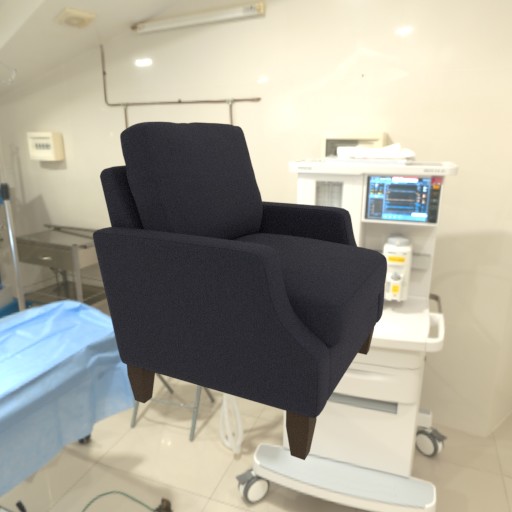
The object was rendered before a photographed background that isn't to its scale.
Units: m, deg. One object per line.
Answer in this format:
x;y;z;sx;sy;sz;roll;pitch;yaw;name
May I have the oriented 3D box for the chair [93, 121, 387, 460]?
0.000;0.000;1.707;0.897;0.991;0.855;8;18;27;chair
